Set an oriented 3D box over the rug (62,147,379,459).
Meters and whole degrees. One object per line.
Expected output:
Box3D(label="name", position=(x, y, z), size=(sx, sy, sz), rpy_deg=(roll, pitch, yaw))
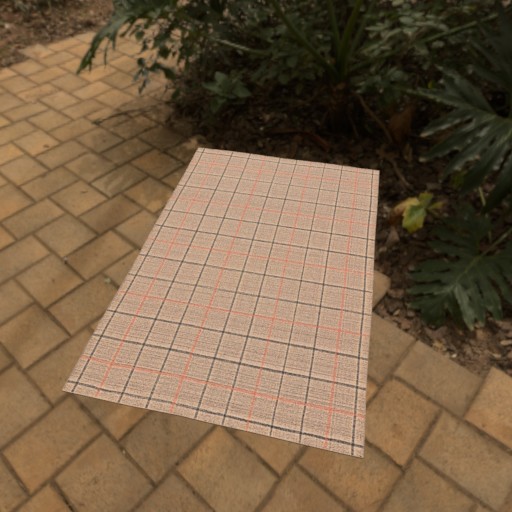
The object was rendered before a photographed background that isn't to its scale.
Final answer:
Box3D(label="rug", position=(0.000, 0.000, 2.334), size=(1.220, 0.013, 1.829), rpy_deg=(9, 47, 9))
